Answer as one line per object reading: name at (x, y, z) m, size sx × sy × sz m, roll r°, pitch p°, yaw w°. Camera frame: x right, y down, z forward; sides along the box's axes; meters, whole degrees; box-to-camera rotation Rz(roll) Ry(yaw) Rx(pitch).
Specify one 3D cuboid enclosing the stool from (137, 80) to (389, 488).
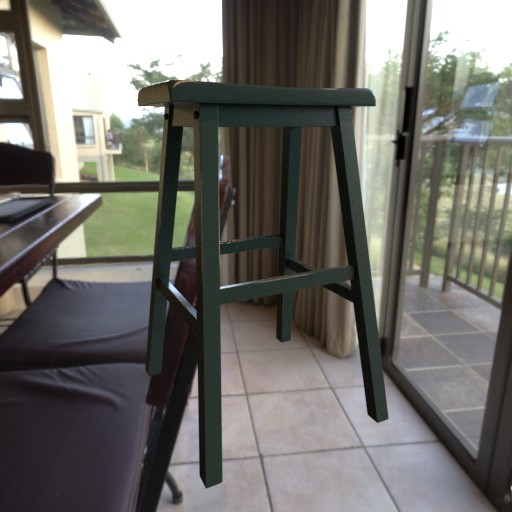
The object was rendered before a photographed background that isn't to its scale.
stool at (0.000, 0.000, 1.040) m, size 0.457 × 0.737 × 0.476 m, roll -8°, pitch 19°, yaw -26°
